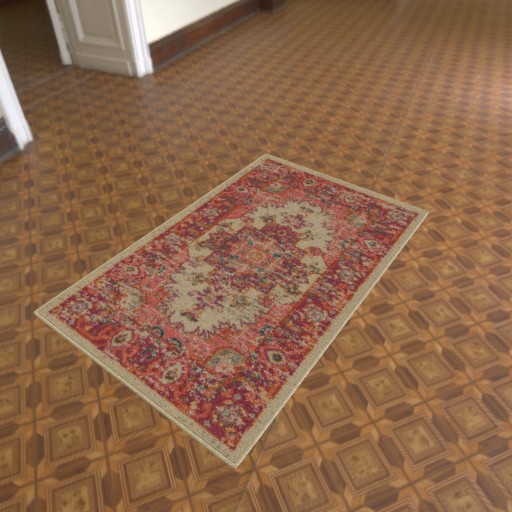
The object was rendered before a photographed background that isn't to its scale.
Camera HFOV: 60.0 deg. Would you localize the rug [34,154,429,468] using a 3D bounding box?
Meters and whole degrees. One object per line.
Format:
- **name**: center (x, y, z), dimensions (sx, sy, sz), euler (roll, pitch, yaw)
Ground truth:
- **rug**: center (0.000, 0.000, 1.090), dimensions (0.556, 0.004, 0.868), euler (26, 48, 26)
